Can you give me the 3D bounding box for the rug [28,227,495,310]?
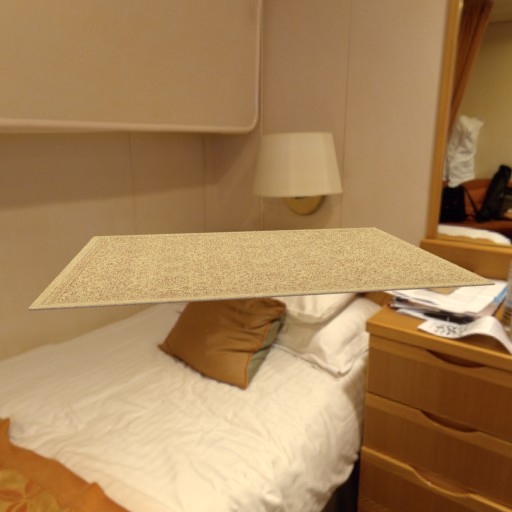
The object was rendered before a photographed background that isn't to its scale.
[{"bbox_3d":[0.000,0.000,2.284,1.829,0.010,1.219,-2,15,-9],"label":"rug"}]
